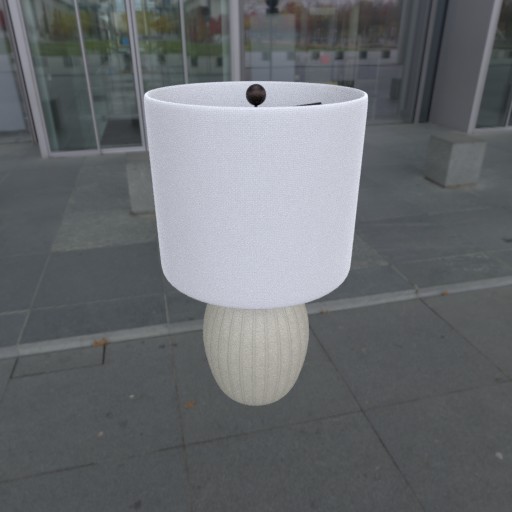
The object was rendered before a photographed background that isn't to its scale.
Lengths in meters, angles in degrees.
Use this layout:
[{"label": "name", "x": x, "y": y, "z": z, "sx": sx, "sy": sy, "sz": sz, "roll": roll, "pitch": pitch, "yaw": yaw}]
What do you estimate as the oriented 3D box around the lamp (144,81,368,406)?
[{"label": "lamp", "x": 0.000, "y": 0.000, "z": 0.785, "sx": 0.329, "sy": 0.570, "sz": 0.329, "roll": 0, "pitch": 27, "yaw": 1}]
